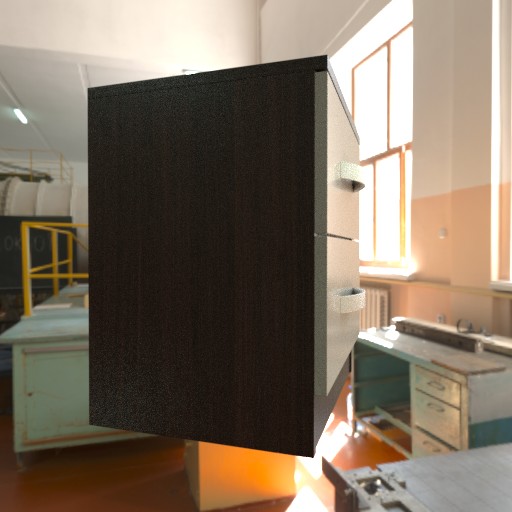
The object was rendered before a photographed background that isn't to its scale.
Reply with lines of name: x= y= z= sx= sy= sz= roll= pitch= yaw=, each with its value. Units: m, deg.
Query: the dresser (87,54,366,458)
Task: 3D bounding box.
dresser: x=0.000 y=0.000 z=0.751 sx=0.360 sy=0.470 sz=0.400 roll=0 pitch=1 yaw=18
